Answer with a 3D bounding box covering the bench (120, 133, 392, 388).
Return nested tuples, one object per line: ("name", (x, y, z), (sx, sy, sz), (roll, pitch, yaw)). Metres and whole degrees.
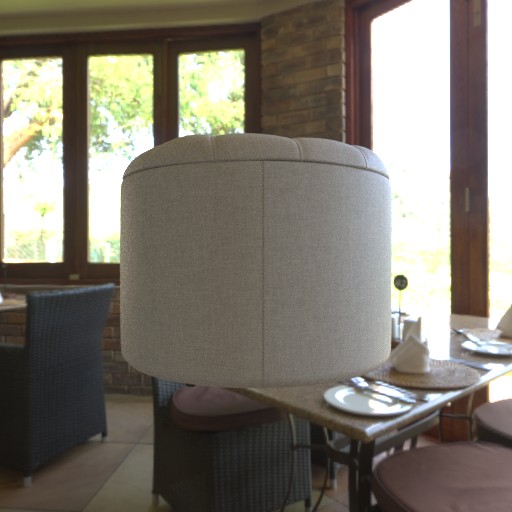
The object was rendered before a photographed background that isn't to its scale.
("bench", (0.000, 0.000, 1.023), (0.600, 0.453, 0.600), (0, 0, 0))
